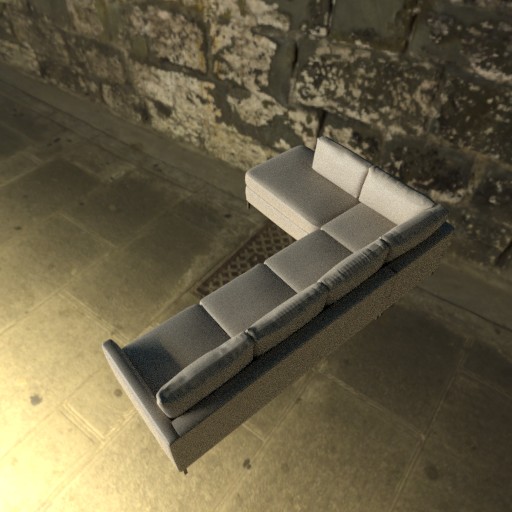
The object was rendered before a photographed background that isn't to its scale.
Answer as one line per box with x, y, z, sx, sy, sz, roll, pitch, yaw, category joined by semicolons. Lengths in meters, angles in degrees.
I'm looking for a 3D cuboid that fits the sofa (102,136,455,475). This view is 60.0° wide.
0.000;0.000;3.167;2.423;0.703;1.617;-31;54;-26;sofa
